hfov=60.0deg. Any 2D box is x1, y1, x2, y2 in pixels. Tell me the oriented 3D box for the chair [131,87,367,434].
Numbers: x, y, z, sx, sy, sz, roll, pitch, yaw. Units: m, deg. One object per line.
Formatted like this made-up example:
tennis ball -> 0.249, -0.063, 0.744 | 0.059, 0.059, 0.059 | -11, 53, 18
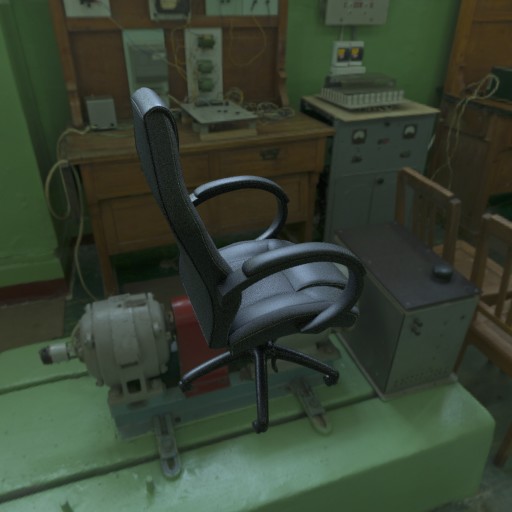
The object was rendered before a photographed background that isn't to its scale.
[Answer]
chair -> 0.000, 0.000, 1.632 | 0.724, 1.187, 0.673 | -11, 33, -17
